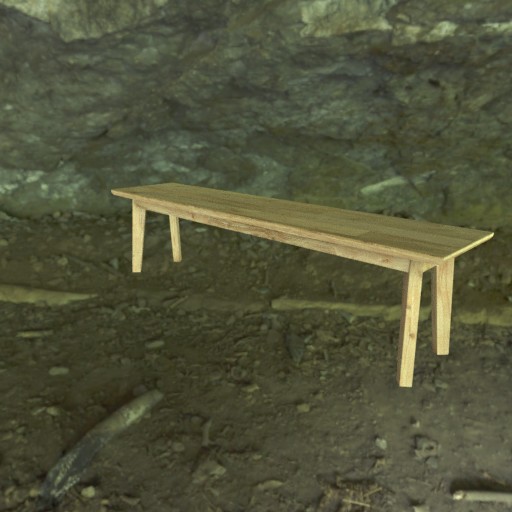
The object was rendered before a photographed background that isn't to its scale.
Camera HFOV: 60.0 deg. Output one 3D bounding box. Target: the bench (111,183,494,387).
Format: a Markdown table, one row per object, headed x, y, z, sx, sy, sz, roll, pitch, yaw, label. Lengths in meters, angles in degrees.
| x | y | z | sx | sy | sz | roll | pitch | yaw | label |
| --- | --- | --- | --- | --- | --- | --- | --- | --- | --- |
| 0.000 | 0.000 | 1.876 | 1.698 | 0.431 | 0.378 | 16 | 23 | 42 | bench |
